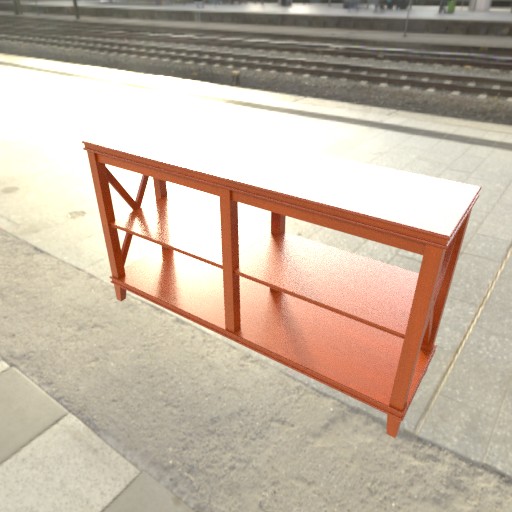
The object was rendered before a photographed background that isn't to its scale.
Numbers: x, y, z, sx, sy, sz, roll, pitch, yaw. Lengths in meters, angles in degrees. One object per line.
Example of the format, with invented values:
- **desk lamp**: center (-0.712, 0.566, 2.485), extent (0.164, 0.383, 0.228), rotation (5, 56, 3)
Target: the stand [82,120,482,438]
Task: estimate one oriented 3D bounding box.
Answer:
- **stand**: center (0.000, 0.000, 1.714), extent (1.372, 0.762, 0.381), rotation (19, 36, 29)
